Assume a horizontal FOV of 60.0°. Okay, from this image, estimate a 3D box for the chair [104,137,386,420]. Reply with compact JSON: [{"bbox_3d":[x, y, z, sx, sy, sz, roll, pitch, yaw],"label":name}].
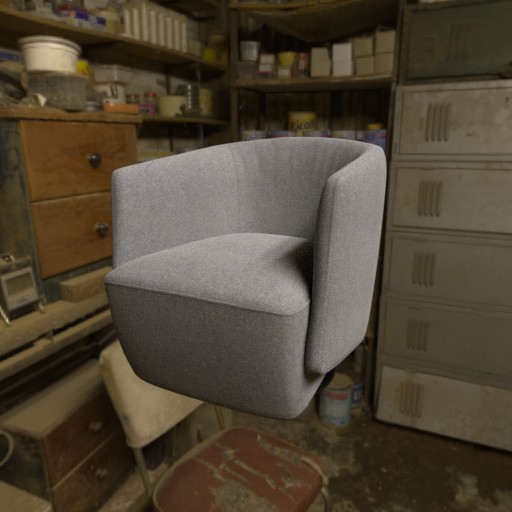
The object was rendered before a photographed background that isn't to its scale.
[{"bbox_3d":[0.000,0.000,1.648,0.822,0.861,0.986,7,16,25],"label":"chair"}]
